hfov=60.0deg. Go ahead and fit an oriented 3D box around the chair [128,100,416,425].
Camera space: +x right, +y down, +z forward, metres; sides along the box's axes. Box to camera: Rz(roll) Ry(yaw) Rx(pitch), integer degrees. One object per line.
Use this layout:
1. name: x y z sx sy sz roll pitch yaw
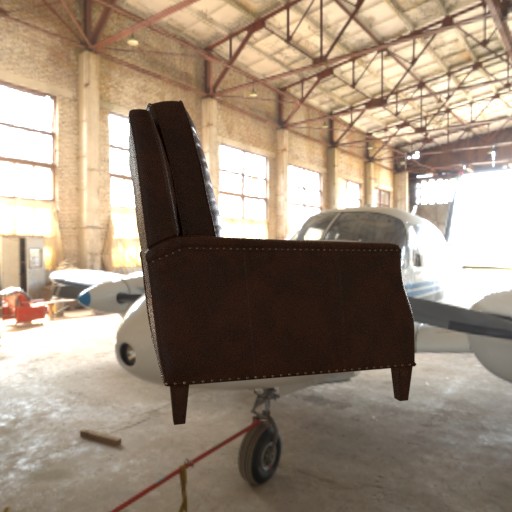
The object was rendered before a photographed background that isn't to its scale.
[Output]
1. chair: 0.000 0.000 1.877 1.035 1.054 0.854 0 1 -16
